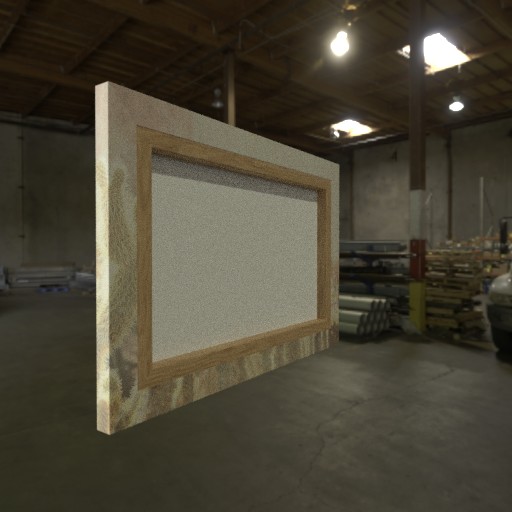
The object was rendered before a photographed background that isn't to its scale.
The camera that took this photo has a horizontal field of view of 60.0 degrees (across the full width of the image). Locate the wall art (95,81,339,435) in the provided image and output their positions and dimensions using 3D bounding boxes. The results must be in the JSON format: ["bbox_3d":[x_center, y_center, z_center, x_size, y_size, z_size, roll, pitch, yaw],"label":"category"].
[{"bbox_3d":[0.000,0.000,1.143,0.040,0.608,0.916,1,1,36],"label":"wall art"}]
